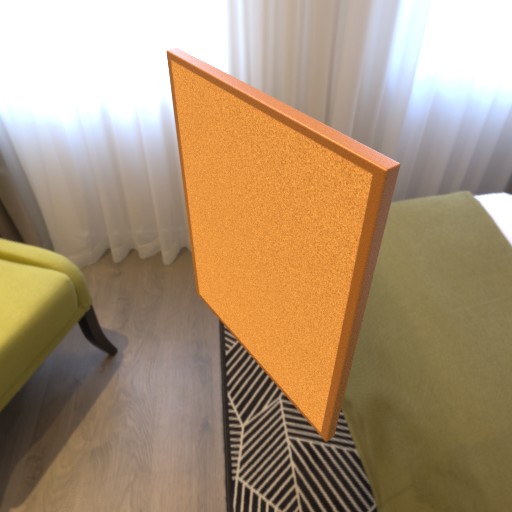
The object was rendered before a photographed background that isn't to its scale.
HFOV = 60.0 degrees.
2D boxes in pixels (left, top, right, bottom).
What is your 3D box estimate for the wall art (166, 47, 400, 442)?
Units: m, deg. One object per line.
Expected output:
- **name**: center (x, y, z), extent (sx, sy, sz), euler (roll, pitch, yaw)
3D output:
- **wall art**: center (0.000, 0.000, 0.511), extent (0.015, 0.379, 0.310), euler (-26, 48, -26)
